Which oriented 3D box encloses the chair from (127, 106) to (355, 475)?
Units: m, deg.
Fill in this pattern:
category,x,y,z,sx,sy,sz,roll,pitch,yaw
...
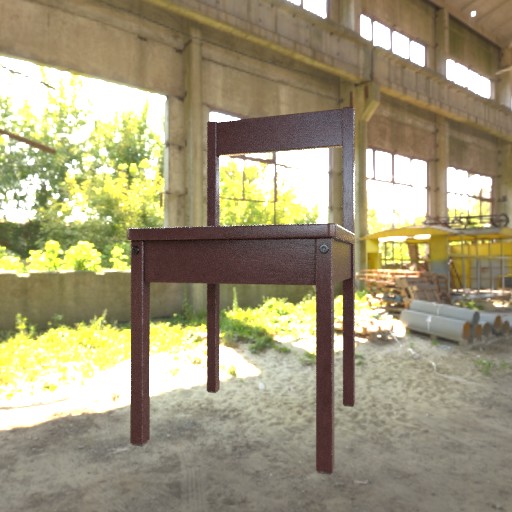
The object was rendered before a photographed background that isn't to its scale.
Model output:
category,x,y,z,sx,sy,sz,roll,pitch,yaw
chair,0.000,0.000,0.889,0.367,0.668,0.361,0,-1,18
